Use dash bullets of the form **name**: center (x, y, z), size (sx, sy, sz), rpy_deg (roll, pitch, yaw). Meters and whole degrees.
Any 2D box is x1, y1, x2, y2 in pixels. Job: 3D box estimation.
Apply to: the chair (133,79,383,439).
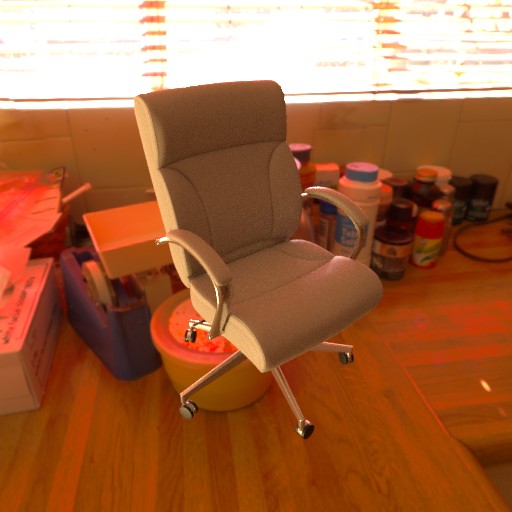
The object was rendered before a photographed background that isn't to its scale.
- **chair**: center (0.000, 0.000, 1.581), size (0.727, 1.099, 0.745), rpy_deg (-22, 35, -34)
